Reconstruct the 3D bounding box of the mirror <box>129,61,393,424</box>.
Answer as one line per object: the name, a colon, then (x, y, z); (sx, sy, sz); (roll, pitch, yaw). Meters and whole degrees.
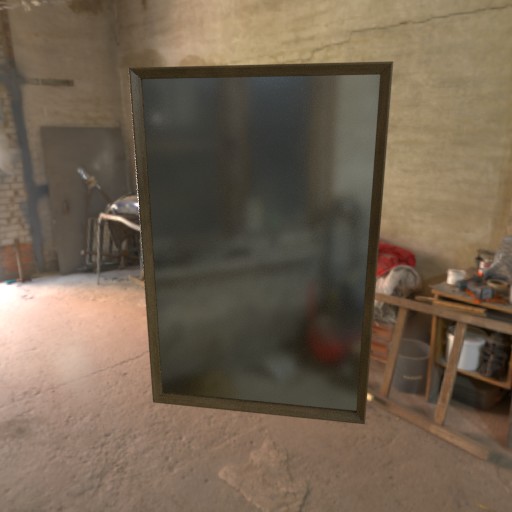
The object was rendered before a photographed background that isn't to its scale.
mirror: (0.000, 0.000, 1.151); (0.609, 0.915, 0.041); (3, 16, 9)
